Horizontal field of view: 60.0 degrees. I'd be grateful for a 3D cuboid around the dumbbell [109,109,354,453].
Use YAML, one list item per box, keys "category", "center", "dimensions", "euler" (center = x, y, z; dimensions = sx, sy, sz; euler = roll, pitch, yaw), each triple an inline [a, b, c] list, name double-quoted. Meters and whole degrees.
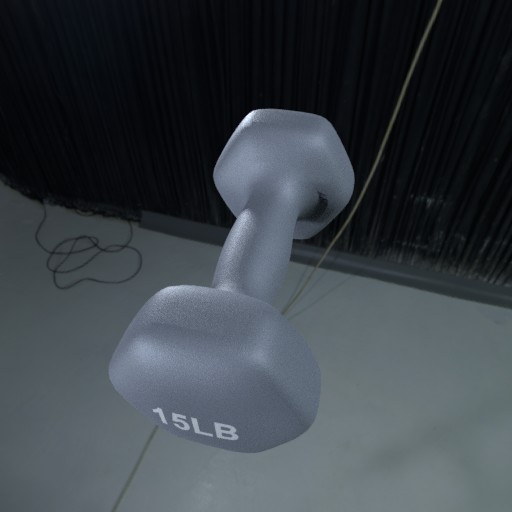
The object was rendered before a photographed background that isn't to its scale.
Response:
- category: "dumbbell"
  center: [0.000, 0.000, 0.301]
  dimensions: [0.116, 0.105, 0.240]
  euler: [11, 47, 10]
